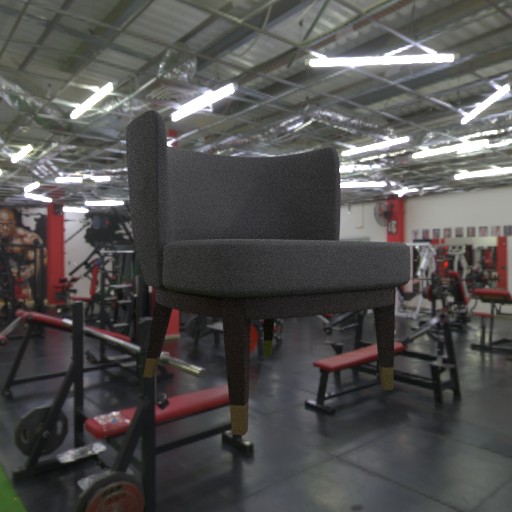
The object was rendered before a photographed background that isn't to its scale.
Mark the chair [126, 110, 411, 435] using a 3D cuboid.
[{"bbox_3d":[0.000,0.000,1.227,0.639,0.695,0.698,0,1,-37],"label":"chair"}]
